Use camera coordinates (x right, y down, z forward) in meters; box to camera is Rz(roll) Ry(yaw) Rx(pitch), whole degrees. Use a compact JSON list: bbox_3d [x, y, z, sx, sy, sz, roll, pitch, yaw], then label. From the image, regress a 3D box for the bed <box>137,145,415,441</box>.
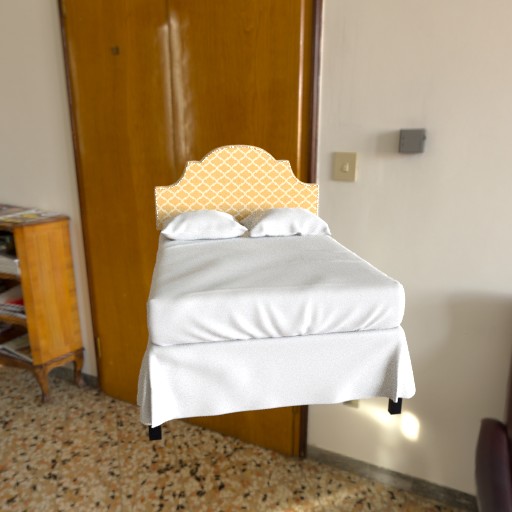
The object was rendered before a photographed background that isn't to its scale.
[{"bbox_3d":[0.000,0.000,3.446,1.780,1.633,2.222,-3,16,-9],"label":"bed"}]
